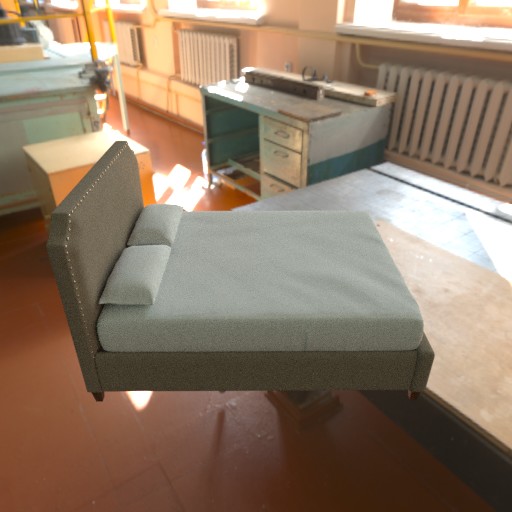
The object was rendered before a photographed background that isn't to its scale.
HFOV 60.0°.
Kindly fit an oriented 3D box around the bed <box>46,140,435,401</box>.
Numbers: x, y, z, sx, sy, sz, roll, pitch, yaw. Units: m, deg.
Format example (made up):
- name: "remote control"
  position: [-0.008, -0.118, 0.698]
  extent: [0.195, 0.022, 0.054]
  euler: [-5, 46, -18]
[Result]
- name: "bed"
  position: [0.000, 0.000, 3.464]
  extent: [2.329, 1.415, 1.703]
  euler: [0, 31, 0]
